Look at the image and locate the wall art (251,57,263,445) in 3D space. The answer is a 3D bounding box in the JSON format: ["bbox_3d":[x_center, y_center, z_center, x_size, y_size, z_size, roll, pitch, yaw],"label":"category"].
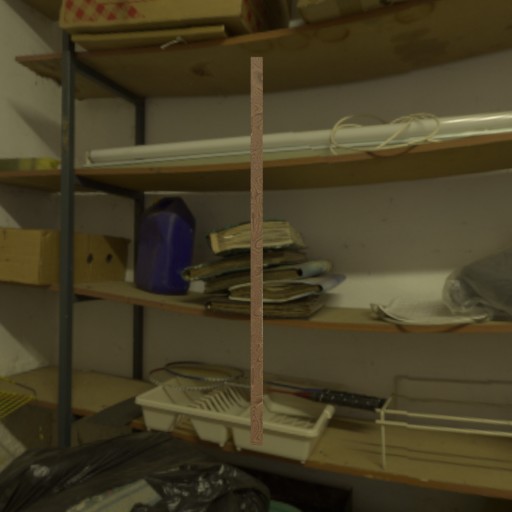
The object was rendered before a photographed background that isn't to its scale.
[{"bbox_3d":[0.000,0.000,1.173,0.019,0.626,0.917,0,-1,0],"label":"wall art"}]
